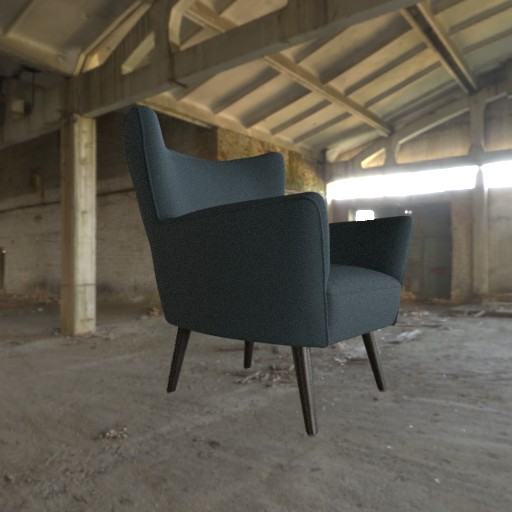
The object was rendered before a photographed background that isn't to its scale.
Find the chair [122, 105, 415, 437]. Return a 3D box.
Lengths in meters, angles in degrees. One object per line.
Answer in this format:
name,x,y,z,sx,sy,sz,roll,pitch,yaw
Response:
chair,0.000,0.000,1.559,0.888,0.933,0.781,-1,-1,37
